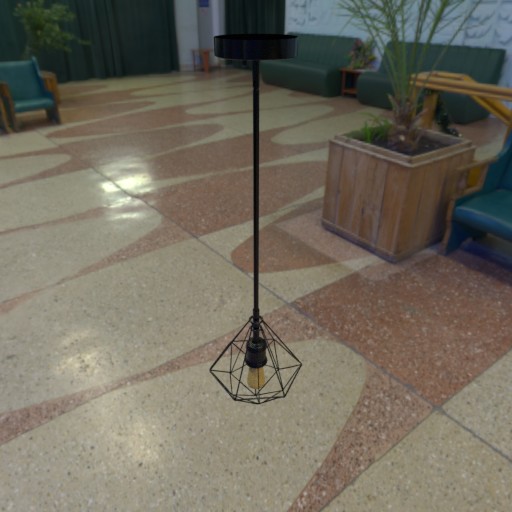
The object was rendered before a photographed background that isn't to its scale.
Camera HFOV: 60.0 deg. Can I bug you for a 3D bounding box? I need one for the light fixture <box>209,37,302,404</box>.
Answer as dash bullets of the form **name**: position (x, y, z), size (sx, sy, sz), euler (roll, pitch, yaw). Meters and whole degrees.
- **light fixture**: position (0.000, 0.000, 1.984), size (0.431, 1.764, 0.487), euler (-20, 35, -30)
